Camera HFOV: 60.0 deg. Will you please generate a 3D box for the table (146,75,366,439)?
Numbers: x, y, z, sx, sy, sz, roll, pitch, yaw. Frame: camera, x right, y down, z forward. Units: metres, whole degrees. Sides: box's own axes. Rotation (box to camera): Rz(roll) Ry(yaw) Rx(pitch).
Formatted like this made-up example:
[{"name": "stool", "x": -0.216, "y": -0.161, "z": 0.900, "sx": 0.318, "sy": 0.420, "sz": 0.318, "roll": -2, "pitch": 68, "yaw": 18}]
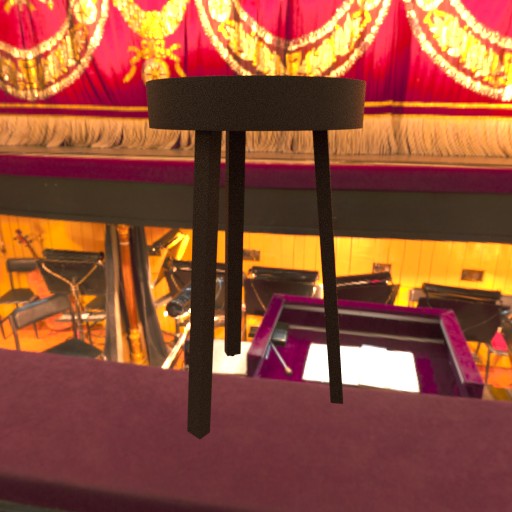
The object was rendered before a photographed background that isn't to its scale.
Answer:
[{"name": "table", "x": 0.000, "y": 0.000, "z": 0.946, "sx": 0.406, "sy": 0.686, "sz": 0.406, "roll": 3, "pitch": 18, "yaw": 10}]
